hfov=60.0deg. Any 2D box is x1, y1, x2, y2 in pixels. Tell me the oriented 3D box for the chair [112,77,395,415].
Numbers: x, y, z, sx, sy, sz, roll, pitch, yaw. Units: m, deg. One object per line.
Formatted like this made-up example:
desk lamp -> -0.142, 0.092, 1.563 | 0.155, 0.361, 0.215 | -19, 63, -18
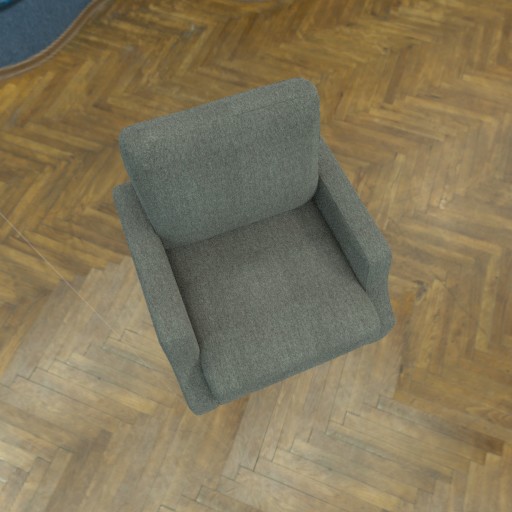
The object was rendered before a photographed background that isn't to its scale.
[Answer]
chair -> 0.000, 0.000, 1.687 | 0.855, 0.993, 0.897 | -20, 65, -10
